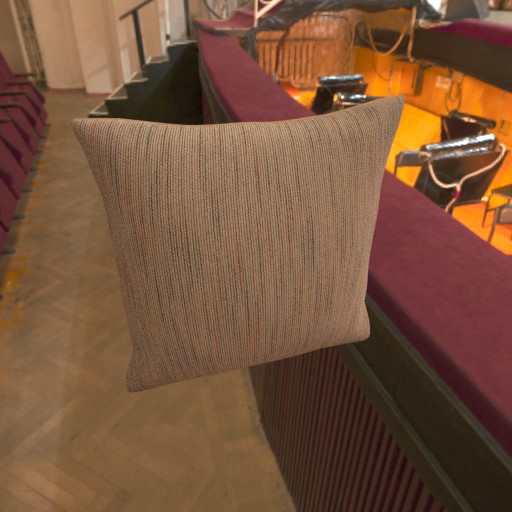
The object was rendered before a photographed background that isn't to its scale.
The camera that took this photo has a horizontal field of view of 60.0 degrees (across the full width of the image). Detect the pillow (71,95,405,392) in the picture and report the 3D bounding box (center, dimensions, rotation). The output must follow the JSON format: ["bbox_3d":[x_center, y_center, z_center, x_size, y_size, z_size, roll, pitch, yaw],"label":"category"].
[{"bbox_3d":[0.000,0.000,0.771,0.512,0.506,0.178,-9,33,-15],"label":"pillow"}]
